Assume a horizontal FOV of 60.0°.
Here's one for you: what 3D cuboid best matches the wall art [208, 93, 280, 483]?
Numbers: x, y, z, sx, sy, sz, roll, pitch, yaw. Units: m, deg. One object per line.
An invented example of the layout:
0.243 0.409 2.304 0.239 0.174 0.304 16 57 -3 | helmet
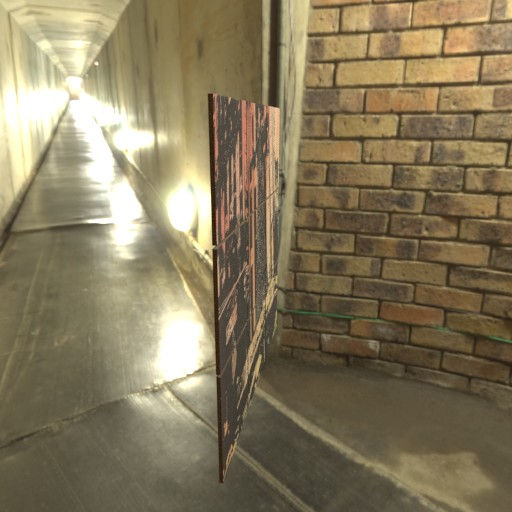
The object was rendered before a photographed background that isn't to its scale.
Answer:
0.000 0.000 1.409 0.010 0.917 0.919 3 17 10 | wall art
